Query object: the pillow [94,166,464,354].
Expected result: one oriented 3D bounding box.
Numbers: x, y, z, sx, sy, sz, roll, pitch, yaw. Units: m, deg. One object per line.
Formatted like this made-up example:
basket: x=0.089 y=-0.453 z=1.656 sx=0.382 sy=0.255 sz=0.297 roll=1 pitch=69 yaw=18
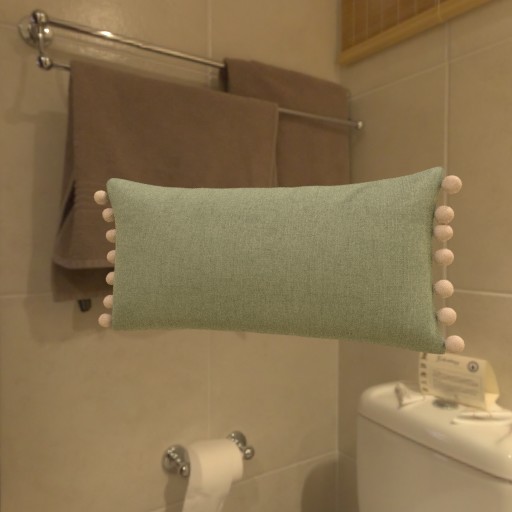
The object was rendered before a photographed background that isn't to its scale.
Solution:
pillow: x=0.000 y=0.000 z=0.829 sx=0.709 sy=0.322 sz=0.201 roll=0 pitch=1 yaw=20
